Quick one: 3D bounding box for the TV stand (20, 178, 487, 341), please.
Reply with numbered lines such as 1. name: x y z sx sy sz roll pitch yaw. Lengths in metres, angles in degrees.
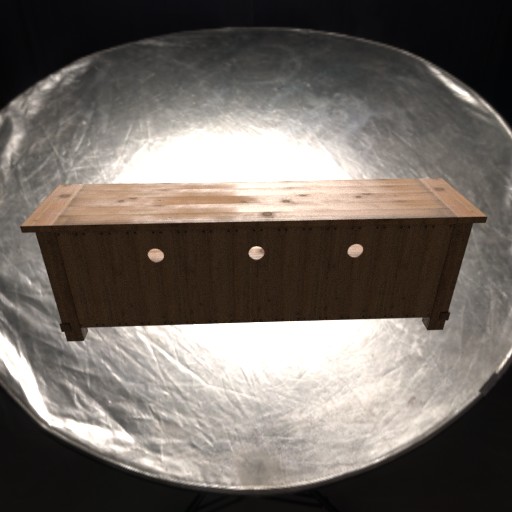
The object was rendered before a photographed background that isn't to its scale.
1. TV stand: 0.000 0.000 2.044 1.804 0.573 0.453 -1 30 -2
